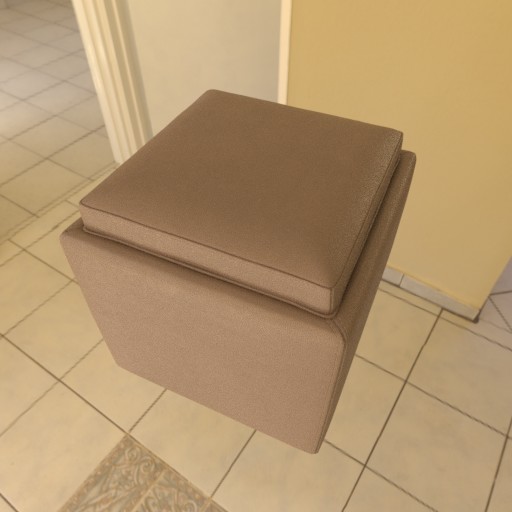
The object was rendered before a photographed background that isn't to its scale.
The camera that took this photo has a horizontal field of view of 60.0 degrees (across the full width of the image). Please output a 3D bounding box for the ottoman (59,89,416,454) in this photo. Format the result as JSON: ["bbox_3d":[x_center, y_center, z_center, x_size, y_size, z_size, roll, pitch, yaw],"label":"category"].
[{"bbox_3d":[0.000,0.000,0.827,0.450,0.460,0.451,18,49,17],"label":"ottoman"}]
